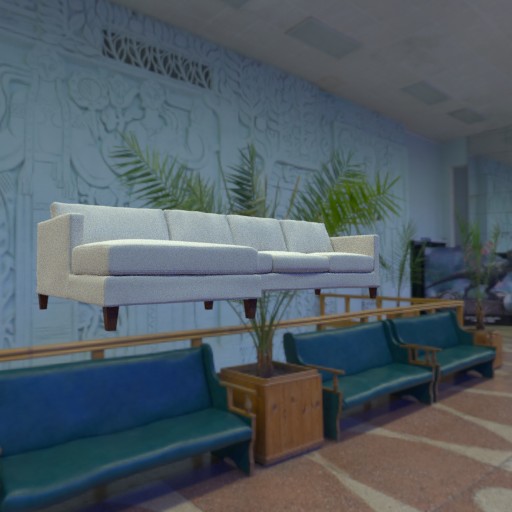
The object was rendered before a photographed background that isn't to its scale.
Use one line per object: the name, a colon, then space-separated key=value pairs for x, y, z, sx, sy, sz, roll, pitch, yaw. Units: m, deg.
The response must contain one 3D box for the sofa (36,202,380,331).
sofa: x=0.000 y=0.000 z=3.858 sx=3.186 sy=0.861 sz=1.625 roll=1 pitch=-2 yaw=-38
